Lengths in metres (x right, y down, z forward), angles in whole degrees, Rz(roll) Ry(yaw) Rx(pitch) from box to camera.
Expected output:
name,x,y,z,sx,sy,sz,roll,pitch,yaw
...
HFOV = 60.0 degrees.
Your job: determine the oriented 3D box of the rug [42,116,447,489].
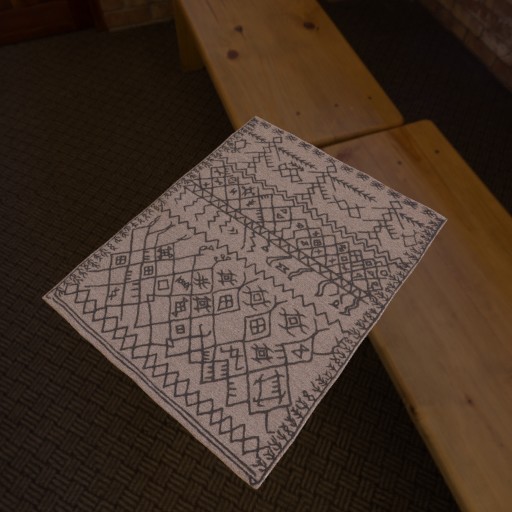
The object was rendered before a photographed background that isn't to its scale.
name,x,y,z,sx,sy,sz,roll,pitch,yaw
rug,0.000,0.000,3.328,1.964,0.025,2.455,34,64,19
